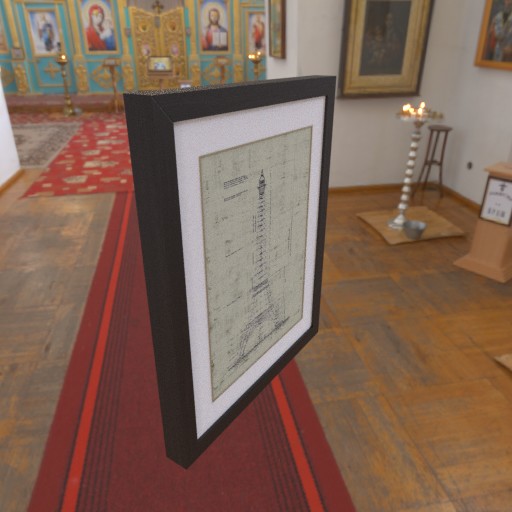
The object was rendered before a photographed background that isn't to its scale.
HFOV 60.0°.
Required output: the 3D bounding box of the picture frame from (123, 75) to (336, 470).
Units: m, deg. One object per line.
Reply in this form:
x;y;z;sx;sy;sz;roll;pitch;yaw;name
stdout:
0.000;0.000;0.760;0.044;0.555;0.452;16;29;31;picture frame
